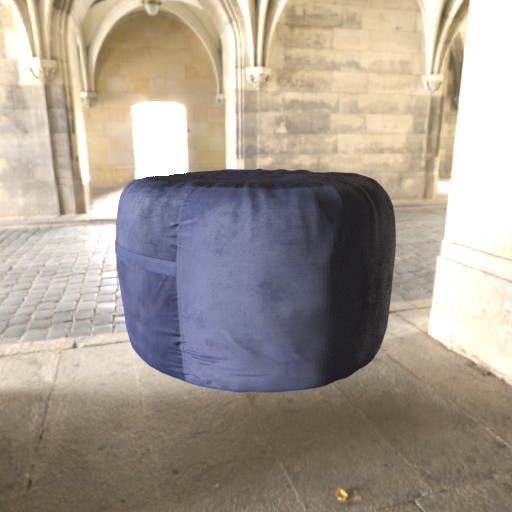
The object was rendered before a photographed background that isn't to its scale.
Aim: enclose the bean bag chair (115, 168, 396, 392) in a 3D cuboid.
[{"bbox_3d":[0.000,0.000,2.040,1.219,0.762,1.219,0,14,0],"label":"bean bag chair"}]
